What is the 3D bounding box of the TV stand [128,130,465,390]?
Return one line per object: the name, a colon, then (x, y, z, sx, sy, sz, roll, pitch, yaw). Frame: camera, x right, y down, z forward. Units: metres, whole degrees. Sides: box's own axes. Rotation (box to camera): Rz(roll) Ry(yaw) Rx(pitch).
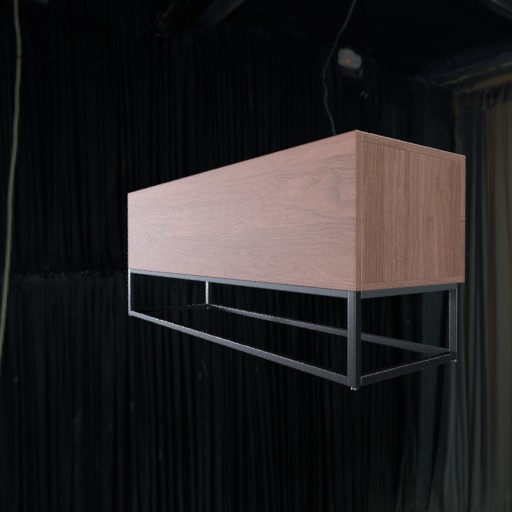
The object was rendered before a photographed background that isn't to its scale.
TV stand: (0.000, 0.000, 1.454, 0.415, 0.500, 1.200, -1, 1, -36)
